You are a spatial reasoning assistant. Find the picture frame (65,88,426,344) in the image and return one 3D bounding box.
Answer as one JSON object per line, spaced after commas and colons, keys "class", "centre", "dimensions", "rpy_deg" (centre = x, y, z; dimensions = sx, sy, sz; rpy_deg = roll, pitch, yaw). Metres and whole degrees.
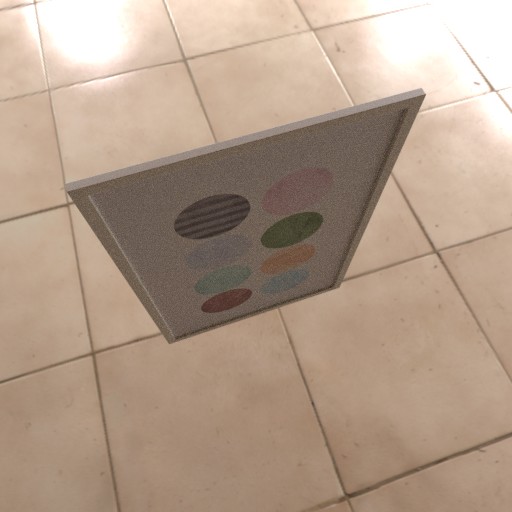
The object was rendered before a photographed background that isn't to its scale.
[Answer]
{"class": "picture frame", "centre": [0.000, 0.000, 0.832], "dimensions": [0.457, 0.657, 0.013], "rpy_deg": [-17, 65, -8]}
